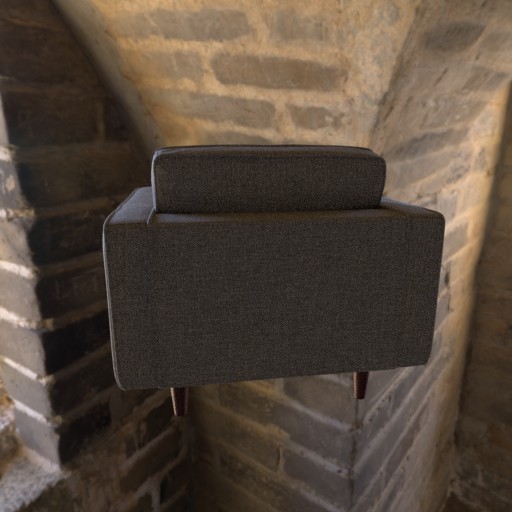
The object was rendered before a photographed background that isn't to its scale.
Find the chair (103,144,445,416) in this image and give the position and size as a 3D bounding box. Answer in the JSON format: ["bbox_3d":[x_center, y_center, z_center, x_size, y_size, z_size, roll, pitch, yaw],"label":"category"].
[{"bbox_3d":[0.000,0.000,1.559,0.889,0.765,0.914,-2,15,-9],"label":"chair"}]
